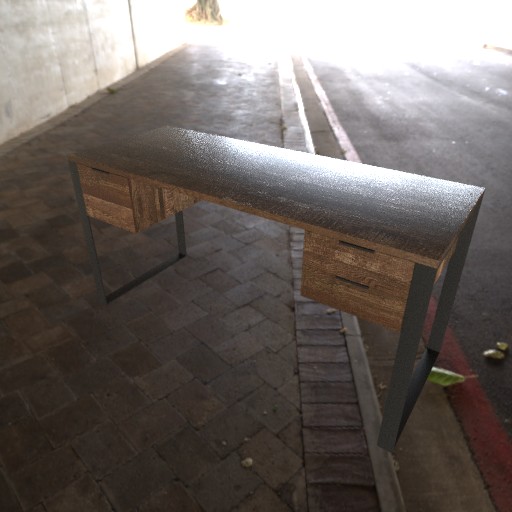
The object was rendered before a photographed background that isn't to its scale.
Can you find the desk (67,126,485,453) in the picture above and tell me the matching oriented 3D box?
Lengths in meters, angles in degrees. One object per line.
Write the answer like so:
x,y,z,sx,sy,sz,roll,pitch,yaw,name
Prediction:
0.000,0.000,1.892,1.524,0.762,0.599,19,35,29,desk
